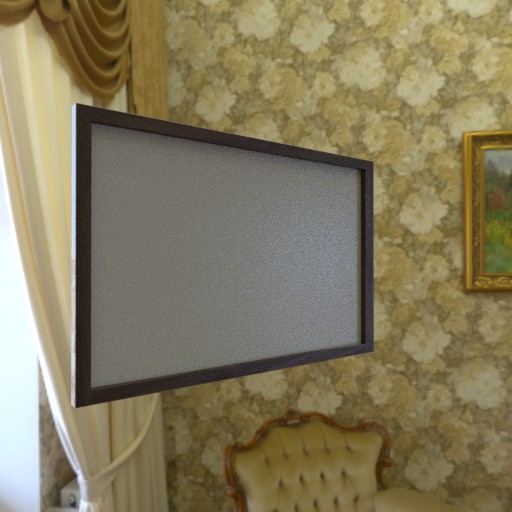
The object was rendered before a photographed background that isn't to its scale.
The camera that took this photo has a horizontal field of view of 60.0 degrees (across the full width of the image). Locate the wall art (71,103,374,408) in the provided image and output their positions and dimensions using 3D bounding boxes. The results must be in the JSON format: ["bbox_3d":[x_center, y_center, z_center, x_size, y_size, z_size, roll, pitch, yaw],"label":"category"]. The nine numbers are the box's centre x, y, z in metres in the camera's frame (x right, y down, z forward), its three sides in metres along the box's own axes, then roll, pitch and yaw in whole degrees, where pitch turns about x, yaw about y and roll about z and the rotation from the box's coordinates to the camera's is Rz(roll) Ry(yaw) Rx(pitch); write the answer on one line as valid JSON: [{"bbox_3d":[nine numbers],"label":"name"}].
[{"bbox_3d":[0.000,0.000,1.938,1.520,1.016,0.051,0,0,-36],"label":"wall art"}]
